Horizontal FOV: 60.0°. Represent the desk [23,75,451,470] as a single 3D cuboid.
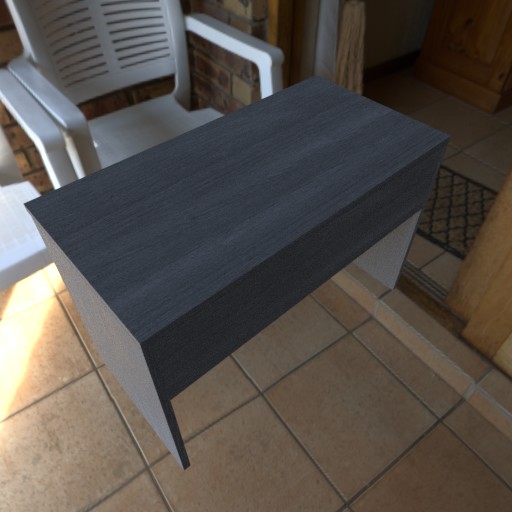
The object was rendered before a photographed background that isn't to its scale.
[{"bbox_3d":[0.000,0.000,1.507,1.099,0.729,0.557,-33,55,-27],"label":"desk"}]
